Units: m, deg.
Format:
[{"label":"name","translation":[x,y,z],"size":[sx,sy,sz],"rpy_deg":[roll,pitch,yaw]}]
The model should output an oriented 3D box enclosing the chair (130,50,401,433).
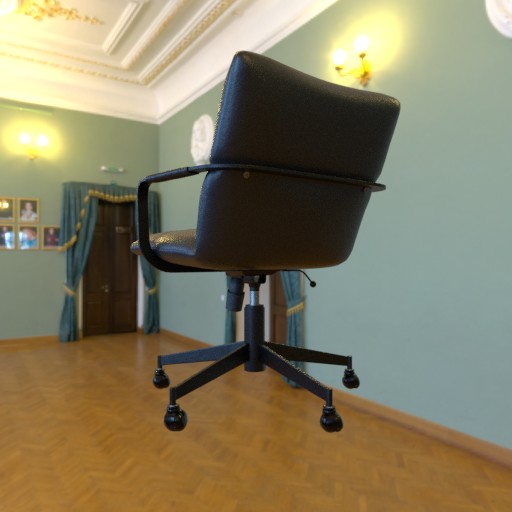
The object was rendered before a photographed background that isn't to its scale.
[{"label":"chair","translation":[0.000,0.000,1.429],"size":[0.719,0.922,0.748],"rpy_deg":[0,0,-35]}]
